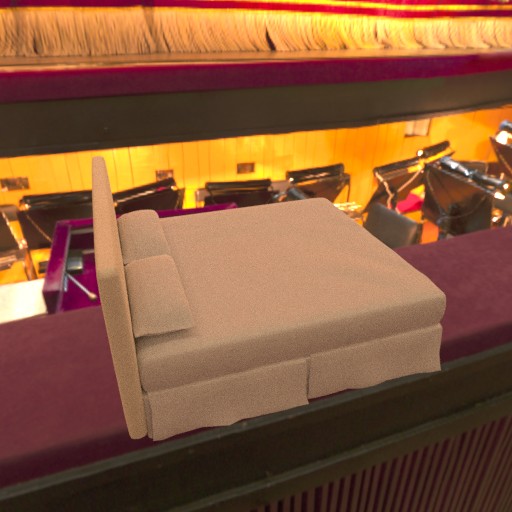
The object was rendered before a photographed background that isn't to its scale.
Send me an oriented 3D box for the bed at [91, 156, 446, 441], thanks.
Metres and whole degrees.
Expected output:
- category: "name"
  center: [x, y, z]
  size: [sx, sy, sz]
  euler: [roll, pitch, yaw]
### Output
- category: "bed"
  center: [0.000, 0.000, 3.609]
  size: [2.341, 1.317, 2.119]
  euler: [-9, 31, -16]
